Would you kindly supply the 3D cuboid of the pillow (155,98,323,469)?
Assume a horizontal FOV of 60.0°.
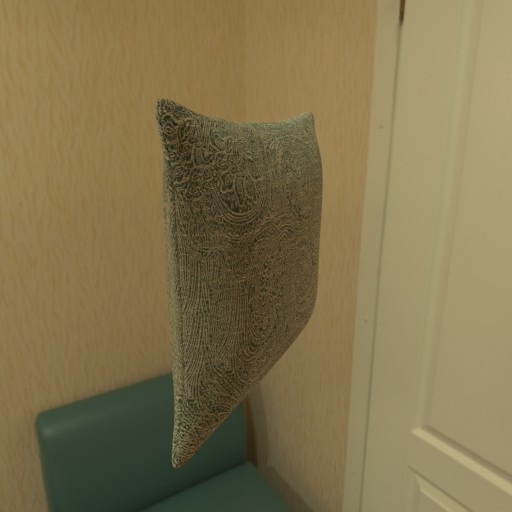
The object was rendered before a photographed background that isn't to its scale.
[{"bbox_3d":[0.000,0.000,0.794,0.166,0.507,0.526,8,18,25],"label":"pillow"}]
